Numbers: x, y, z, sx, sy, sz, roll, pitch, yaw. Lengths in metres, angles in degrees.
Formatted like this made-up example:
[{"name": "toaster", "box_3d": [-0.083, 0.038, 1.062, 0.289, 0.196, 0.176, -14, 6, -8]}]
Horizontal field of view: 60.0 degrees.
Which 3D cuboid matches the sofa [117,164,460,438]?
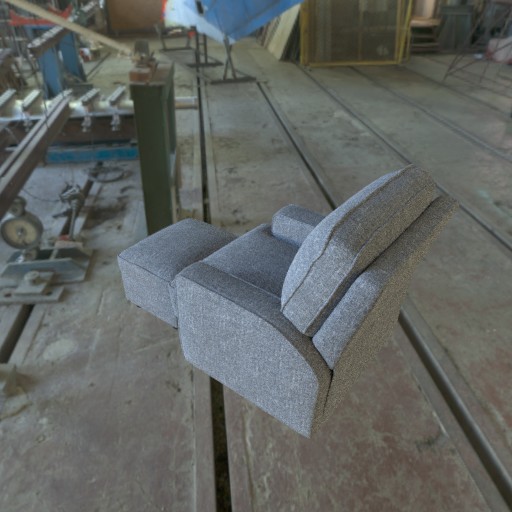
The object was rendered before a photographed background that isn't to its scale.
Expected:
[{"name": "sofa", "box_3d": [0.000, 0.000, 2.071, 1.472, 0.959, 0.861, 22, 39, 31]}]
